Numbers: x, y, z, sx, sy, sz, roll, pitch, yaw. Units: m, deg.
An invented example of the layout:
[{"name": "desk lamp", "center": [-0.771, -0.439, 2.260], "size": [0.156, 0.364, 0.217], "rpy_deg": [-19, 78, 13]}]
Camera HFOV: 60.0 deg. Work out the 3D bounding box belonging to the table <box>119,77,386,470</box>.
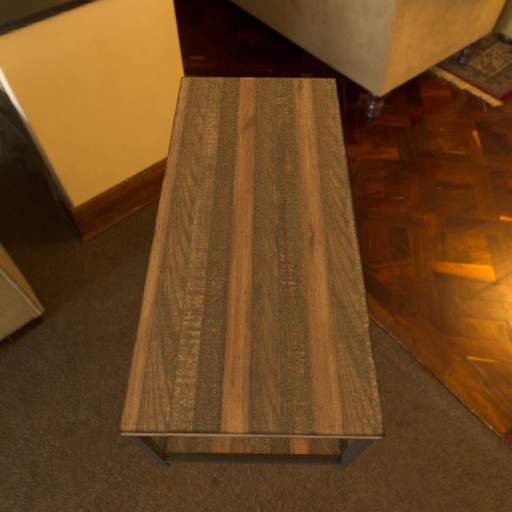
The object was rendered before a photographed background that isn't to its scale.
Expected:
[{"name": "table", "center": [0.000, 0.000, 1.189], "size": [0.452, 0.399, 0.990], "rpy_deg": [1, 56, 0]}]
